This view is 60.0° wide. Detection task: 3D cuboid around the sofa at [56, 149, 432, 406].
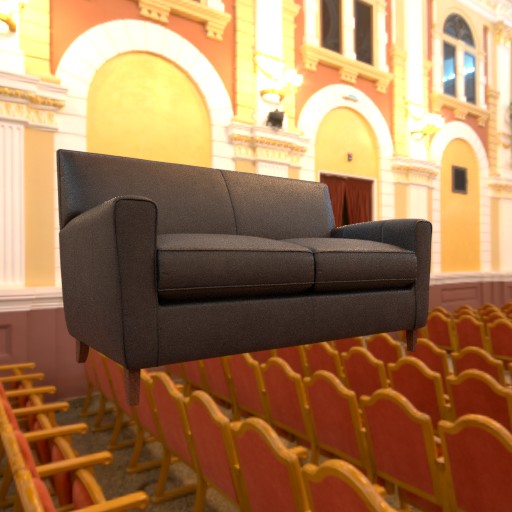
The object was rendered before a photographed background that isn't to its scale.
[{"bbox_3d":[0.000,0.000,1.924,1.473,0.871,0.787,0,0,-35],"label":"sofa"}]
